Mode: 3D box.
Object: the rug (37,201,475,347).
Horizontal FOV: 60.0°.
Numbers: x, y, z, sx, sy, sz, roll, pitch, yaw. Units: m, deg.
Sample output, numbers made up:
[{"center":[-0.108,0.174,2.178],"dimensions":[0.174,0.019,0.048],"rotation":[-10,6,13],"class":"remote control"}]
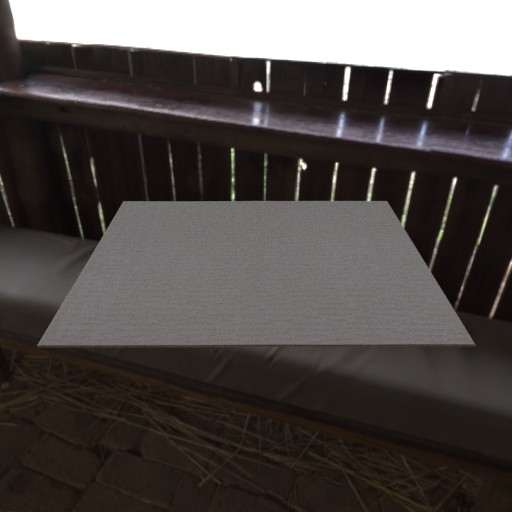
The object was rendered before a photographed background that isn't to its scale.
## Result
[{"center":[0.000,0.000,4.107],"dimensions":[3.055,0.021,2.410],"rotation":[0,32,0],"class":"rug"}]
